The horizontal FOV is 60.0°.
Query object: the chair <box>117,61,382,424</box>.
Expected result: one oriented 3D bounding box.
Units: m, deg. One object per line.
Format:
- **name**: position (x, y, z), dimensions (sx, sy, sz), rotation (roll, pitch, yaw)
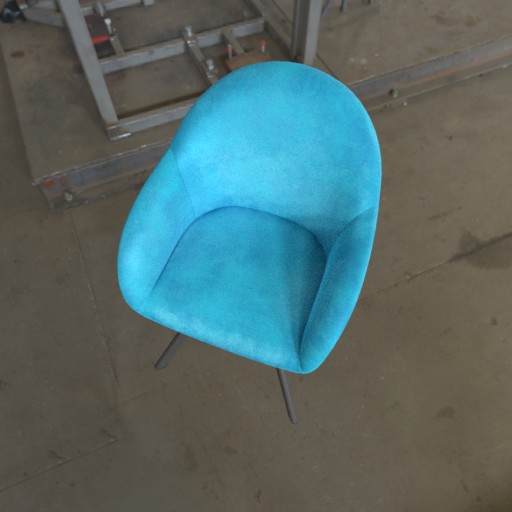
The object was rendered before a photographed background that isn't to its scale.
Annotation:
- **chair**: position (0.000, 0.000, 1.194), dimensions (0.550, 0.795, 0.590), rotation (18, 61, 10)
